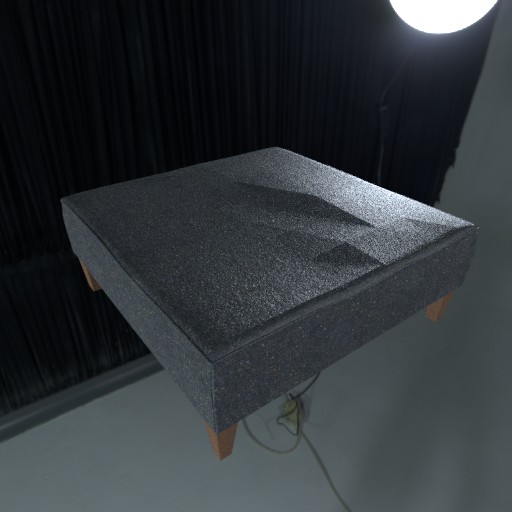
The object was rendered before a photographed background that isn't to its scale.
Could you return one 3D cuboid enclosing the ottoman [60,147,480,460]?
[{"bbox_3d":[0.000,0.000,1.521,0.968,0.382,1.004,-21,37,-31],"label":"ottoman"}]
